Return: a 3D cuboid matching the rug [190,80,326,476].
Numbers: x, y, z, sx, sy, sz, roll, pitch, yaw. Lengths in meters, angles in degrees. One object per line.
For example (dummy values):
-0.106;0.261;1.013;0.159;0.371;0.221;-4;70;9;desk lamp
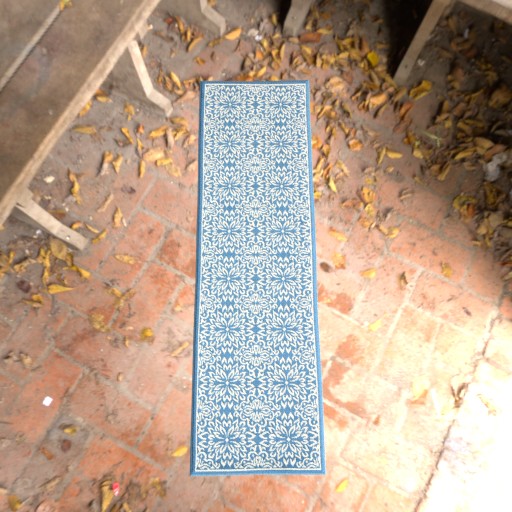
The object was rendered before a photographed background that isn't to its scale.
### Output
0.000;0.000;2.419;0.662;0.011;2.196;0;76;0;rug
